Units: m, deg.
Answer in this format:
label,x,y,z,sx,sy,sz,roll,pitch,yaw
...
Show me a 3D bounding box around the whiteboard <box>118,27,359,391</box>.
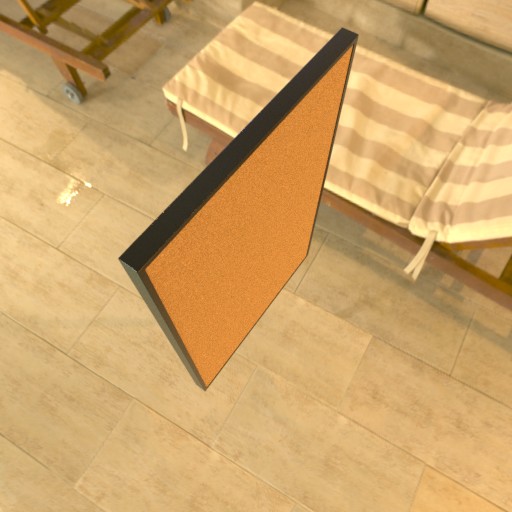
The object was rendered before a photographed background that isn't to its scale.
label,x,y,z,sx,sy,sz,roll,pitch,yaw
whiteboard,0.000,0.000,0.756,0.026,0.611,0.406,33,68,15
